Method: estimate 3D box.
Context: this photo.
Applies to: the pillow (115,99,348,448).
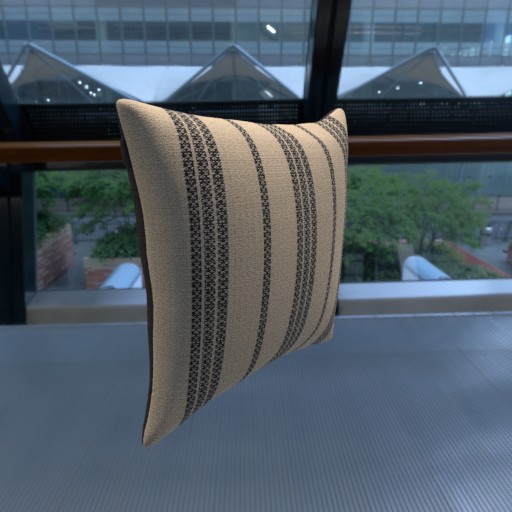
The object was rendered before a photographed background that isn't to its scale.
[{"bbox_3d":[0.000,0.000,0.627,0.173,0.406,0.405,15,22,41],"label":"pillow"}]
